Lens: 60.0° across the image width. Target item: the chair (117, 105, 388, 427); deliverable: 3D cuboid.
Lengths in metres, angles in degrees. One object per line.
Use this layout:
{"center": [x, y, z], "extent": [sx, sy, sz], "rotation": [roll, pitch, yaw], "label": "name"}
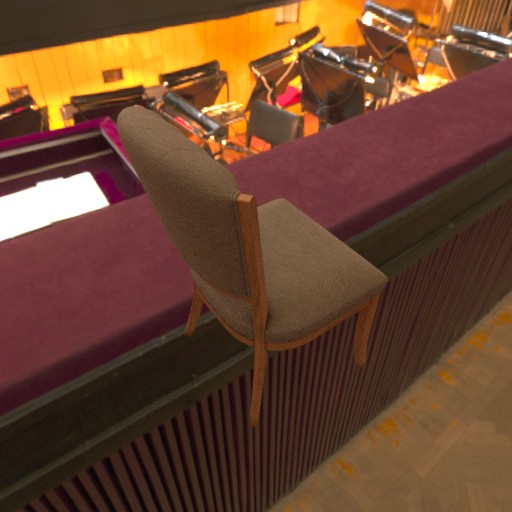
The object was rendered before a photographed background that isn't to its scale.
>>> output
{"center": [0.000, 0.000, 1.264], "extent": [0.584, 0.905, 0.513], "rotation": [-25, 47, -25], "label": "chair"}
